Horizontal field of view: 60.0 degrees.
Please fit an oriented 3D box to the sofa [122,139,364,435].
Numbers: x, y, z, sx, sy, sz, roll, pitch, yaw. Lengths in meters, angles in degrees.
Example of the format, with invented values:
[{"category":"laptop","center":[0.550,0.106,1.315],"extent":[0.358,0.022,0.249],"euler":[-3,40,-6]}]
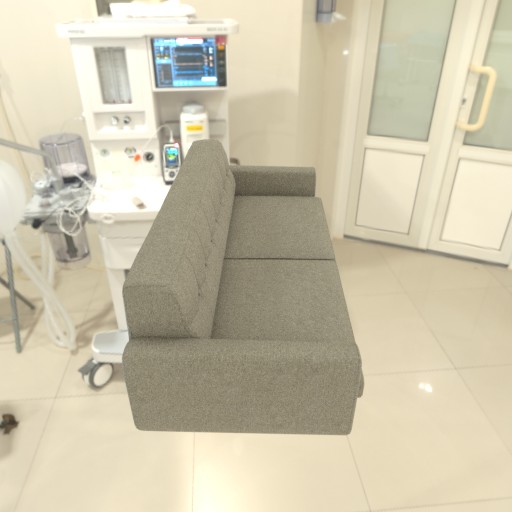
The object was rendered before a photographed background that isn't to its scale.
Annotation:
[{"category":"sofa","center":[0.000,0.000,2.599],"extent":[0.968,0.873,2.055],"euler":[1,31,1]}]
